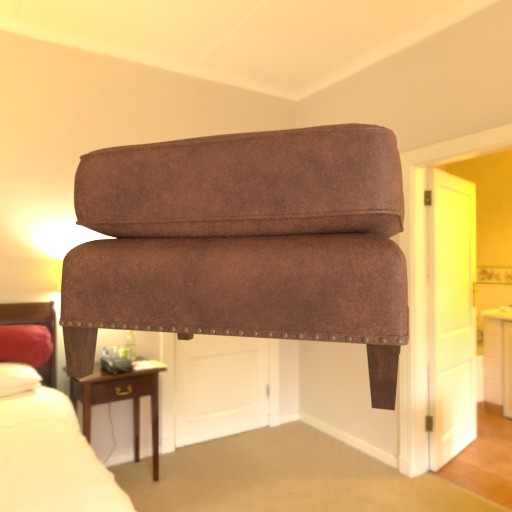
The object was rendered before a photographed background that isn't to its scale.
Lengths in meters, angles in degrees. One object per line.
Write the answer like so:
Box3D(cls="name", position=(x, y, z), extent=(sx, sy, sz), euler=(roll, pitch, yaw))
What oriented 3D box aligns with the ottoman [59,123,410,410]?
Box3D(cls="ottoman", position=(0.000, 0.000, 1.131), extent=(0.738, 0.537, 0.589), euler=(0, -1, 19))
